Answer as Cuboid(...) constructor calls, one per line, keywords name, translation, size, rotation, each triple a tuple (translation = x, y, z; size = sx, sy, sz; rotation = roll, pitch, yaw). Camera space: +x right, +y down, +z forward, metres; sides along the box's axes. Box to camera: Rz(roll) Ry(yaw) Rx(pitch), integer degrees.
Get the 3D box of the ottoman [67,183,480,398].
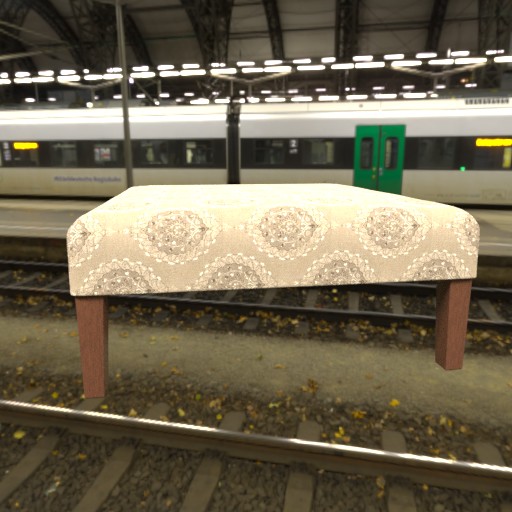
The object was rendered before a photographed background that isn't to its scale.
Cuboid(name="ottoman", translation=(0.000, 0.000, 1.377), size=(0.890, 0.411, 0.889), rotation=(-2, 13, -9))
